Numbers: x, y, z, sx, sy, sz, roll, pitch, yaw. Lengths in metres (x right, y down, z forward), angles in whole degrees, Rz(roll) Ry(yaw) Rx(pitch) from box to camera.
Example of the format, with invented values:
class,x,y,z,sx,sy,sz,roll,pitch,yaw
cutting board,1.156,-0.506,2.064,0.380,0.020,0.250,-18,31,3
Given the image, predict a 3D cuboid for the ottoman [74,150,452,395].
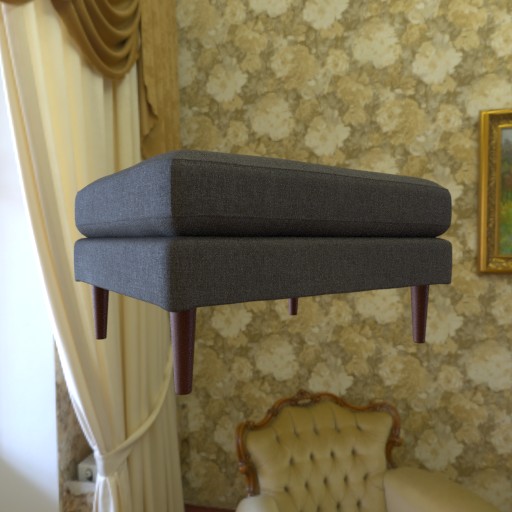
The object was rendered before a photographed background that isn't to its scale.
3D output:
class,x,y,z,sx,sy,sz,roll,pitch,yaw
ottoman,0.000,0.000,1.231,0.821,0.474,0.693,-1,3,-35
